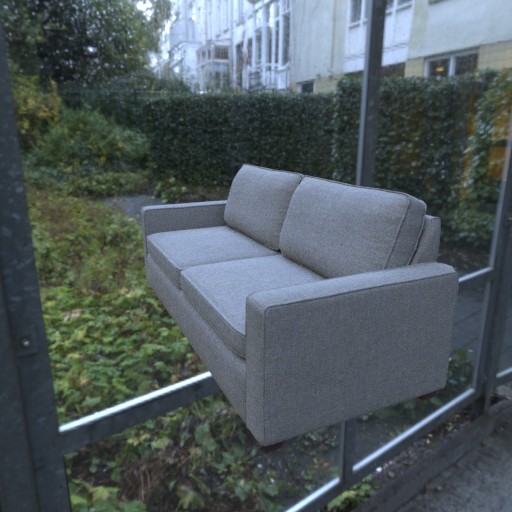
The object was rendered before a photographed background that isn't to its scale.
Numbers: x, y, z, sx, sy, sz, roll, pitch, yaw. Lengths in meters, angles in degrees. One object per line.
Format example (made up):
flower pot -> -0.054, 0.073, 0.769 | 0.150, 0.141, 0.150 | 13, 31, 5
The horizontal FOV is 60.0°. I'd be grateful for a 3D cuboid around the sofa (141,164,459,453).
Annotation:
sofa -> 0.000, 0.000, 2.577 | 0.945, 0.918, 2.078 | -8, 18, -24
